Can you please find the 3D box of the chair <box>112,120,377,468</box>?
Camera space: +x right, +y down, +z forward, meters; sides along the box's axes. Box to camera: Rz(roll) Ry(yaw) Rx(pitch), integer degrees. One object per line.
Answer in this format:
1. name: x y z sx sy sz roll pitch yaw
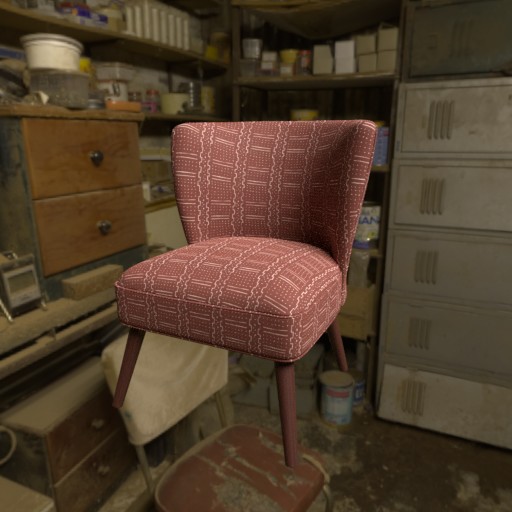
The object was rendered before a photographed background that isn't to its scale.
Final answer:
1. chair: 0.000 0.000 1.448 0.706 0.866 0.758 7 16 25
